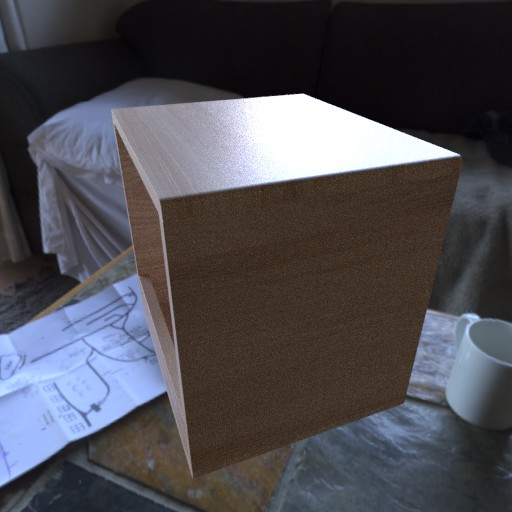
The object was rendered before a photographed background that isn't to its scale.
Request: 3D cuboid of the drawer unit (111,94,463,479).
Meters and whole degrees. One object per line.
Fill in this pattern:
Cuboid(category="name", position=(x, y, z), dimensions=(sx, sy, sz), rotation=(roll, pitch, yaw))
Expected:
Cuboid(category="drawer unit", position=(0.000, 0.000, 0.601), dimensions=(0.290, 0.344, 0.344), rotation=(-11, 32, -19))
